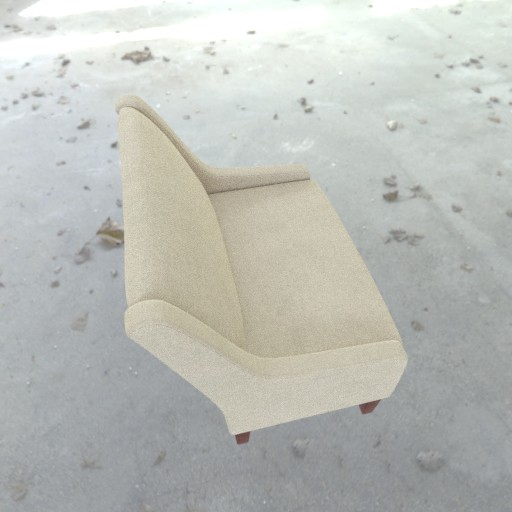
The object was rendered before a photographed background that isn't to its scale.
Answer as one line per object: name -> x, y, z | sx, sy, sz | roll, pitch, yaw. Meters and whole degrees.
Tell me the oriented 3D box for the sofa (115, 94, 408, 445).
sofa -> 0.000, 0.000, 1.891 | 0.946, 0.976, 1.212 | -10, 48, -9
